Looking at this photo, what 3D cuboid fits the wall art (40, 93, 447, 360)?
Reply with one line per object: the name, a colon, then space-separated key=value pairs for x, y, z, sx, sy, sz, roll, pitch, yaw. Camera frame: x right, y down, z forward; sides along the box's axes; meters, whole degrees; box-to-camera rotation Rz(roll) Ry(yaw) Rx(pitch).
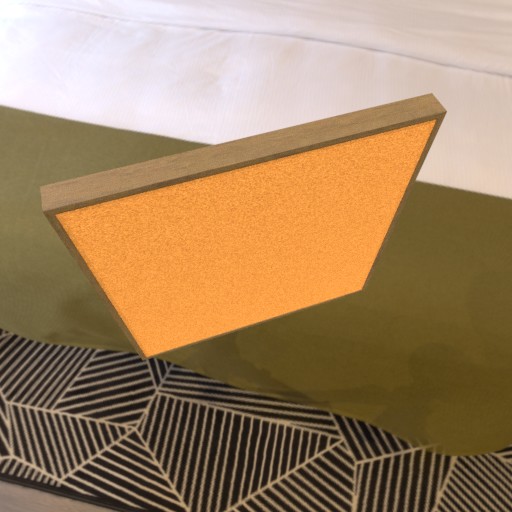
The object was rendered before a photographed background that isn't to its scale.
wall art: x=0.000 y=0.000 z=0.753 sx=0.507 sy=0.507 sz=0.037 roll=-16 pitch=60 yaw=-10
